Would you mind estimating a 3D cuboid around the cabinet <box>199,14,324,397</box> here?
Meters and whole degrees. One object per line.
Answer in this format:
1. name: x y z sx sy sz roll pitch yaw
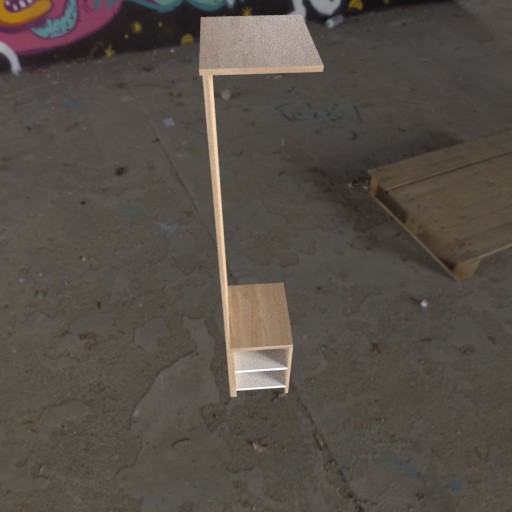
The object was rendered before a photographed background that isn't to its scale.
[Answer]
1. cabinet: 0.000 0.000 2.011 0.338 1.879 0.411 -3 46 -3
